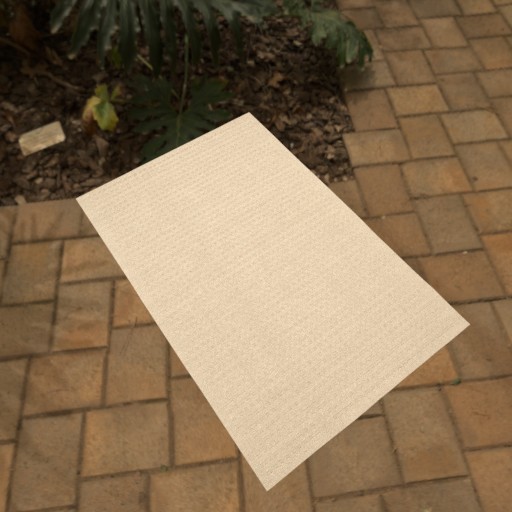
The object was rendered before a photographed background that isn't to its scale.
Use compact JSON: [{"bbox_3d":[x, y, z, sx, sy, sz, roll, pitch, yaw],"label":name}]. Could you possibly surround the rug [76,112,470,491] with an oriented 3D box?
[{"bbox_3d":[0.000,0.000,2.909,1.523,0.006,2.289,-32,64,-18],"label":"rug"}]
